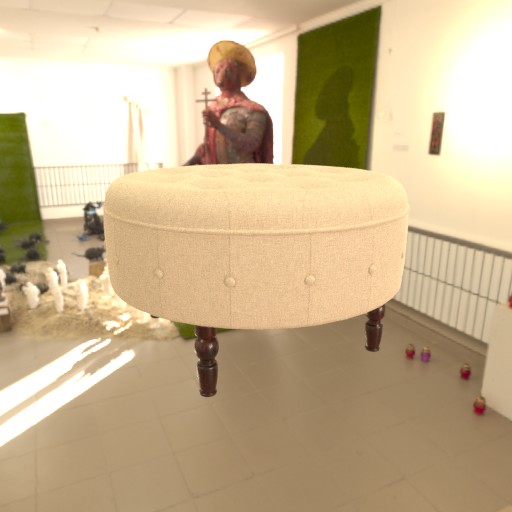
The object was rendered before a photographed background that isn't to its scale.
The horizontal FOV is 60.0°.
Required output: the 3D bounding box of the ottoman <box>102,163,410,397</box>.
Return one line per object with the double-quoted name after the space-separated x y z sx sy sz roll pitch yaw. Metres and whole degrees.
0.000 0.000 1.335 0.848 0.494 0.848 0 16 0 "ottoman"
